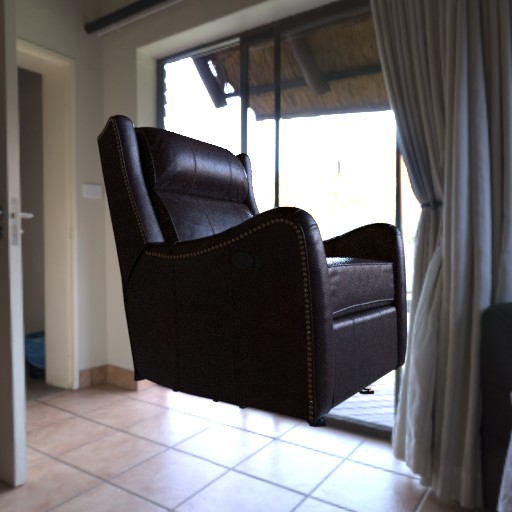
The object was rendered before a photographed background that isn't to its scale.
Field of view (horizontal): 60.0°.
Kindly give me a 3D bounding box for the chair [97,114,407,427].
[{"bbox_3d":[0.000,0.000,1.811,1.008,1.084,0.869,0,0,36],"label":"chair"}]
